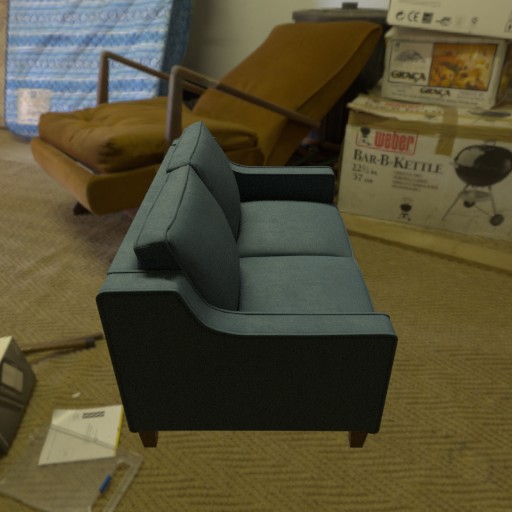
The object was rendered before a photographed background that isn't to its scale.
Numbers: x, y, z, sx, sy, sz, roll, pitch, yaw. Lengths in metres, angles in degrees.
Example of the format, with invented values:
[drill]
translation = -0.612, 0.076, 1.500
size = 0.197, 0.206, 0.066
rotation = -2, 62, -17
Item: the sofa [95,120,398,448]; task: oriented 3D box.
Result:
[sofa]
translation = 0.000, 0.000, 2.160
size = 0.987, 0.971, 1.501
rotation = 0, 32, 0
